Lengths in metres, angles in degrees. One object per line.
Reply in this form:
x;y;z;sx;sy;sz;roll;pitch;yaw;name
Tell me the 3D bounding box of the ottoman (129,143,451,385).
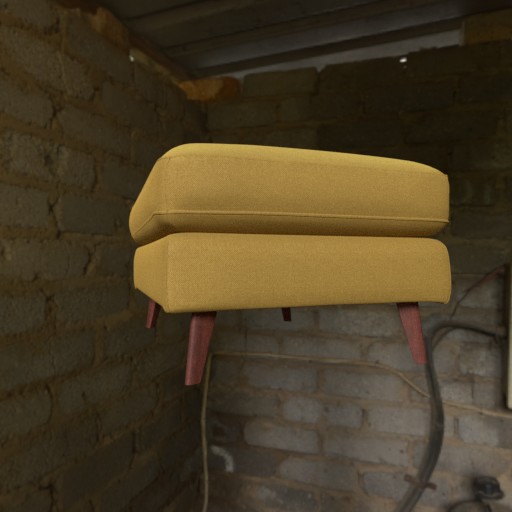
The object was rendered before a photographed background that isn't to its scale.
0.000;0.000;1.171;0.608;0.449;0.811;0;-1;-19;ottoman
